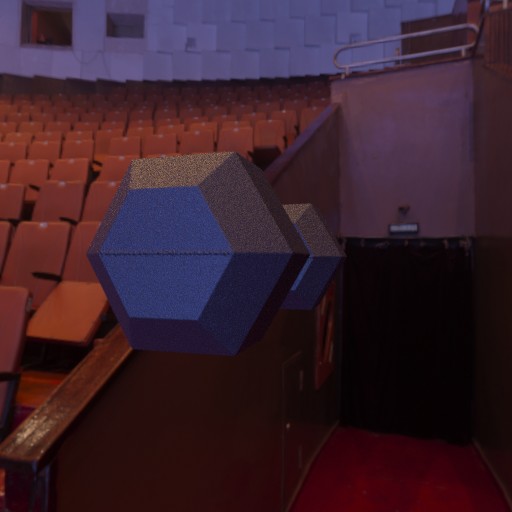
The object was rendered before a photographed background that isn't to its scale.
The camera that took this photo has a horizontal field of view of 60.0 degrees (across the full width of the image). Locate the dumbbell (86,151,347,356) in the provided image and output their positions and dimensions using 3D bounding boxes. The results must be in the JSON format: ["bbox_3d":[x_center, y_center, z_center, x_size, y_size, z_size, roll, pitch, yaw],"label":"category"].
[{"bbox_3d":[0.000,0.000,0.319,0.106,0.092,0.272,0,-1,17],"label":"dumbbell"}]
